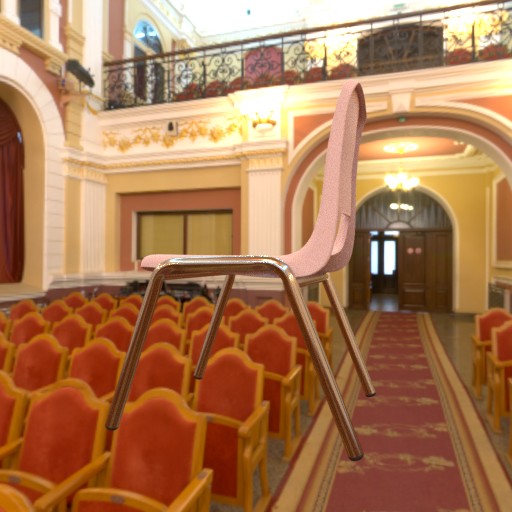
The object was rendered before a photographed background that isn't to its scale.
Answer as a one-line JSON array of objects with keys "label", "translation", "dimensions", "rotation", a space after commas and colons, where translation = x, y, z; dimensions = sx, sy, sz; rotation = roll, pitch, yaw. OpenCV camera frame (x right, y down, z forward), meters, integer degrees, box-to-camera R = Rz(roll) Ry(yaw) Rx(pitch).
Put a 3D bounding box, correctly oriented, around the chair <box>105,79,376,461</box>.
[{"label": "chair", "translation": [0.000, 0.000, 0.843], "dimensions": [0.423, 0.586, 0.354], "rotation": [0, -1, 18]}]
